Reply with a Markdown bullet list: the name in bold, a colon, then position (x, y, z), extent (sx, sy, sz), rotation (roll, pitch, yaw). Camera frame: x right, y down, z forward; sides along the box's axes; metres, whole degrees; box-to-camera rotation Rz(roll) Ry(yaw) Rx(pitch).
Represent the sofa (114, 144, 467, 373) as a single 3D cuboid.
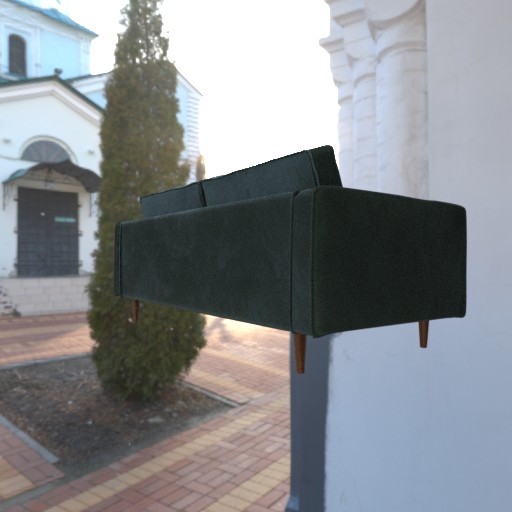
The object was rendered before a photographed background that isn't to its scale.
- **sofa**: position (0.000, 0.000, 2.283), extent (0.886, 0.781, 1.816), rotation (0, 0, -36)
